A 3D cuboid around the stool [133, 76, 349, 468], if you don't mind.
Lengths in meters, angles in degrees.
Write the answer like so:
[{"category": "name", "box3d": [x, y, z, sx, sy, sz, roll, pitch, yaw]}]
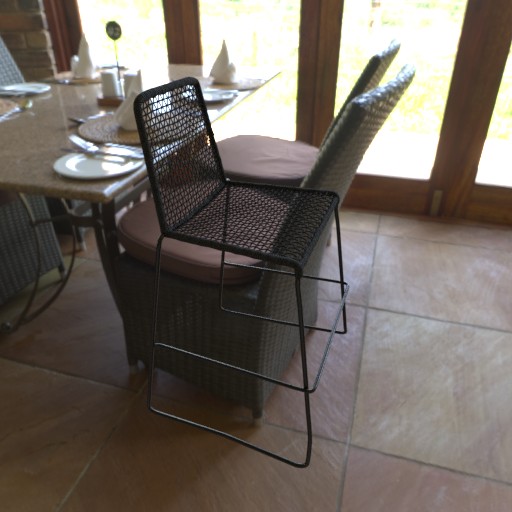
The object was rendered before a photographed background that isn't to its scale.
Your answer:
[{"category": "stool", "box3d": [0.000, 0.000, 1.260, 0.509, 0.905, 0.590, 10, 32, 17]}]
